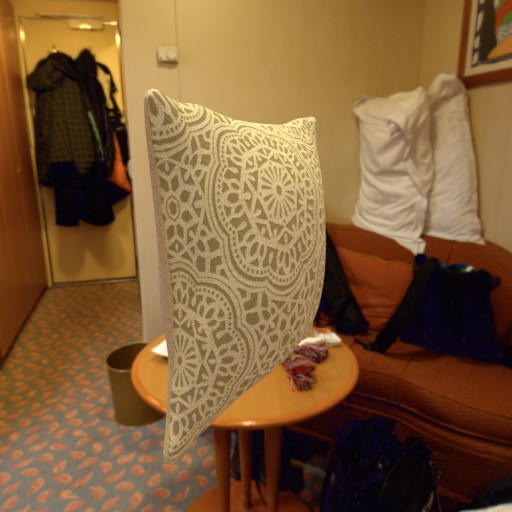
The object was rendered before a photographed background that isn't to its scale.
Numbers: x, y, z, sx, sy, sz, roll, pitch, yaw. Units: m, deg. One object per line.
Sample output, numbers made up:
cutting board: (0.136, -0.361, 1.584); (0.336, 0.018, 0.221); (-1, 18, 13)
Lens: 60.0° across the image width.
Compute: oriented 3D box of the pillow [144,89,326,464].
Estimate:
pillow: (0.000, 0.000, 0.655); (0.167, 0.421, 0.438); (7, 16, 28)
